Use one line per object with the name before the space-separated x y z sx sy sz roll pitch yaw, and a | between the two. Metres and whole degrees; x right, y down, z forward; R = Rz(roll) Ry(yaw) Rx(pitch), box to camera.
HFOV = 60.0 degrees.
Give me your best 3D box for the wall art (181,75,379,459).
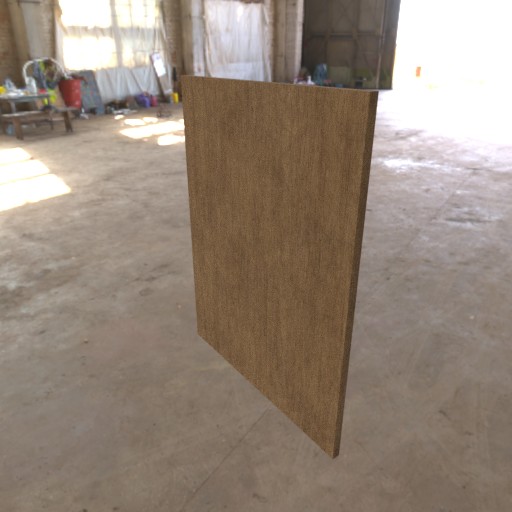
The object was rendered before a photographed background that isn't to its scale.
wall art | 0.000 0.000 0.934 0.018 0.686 0.534 -17 30 -33
